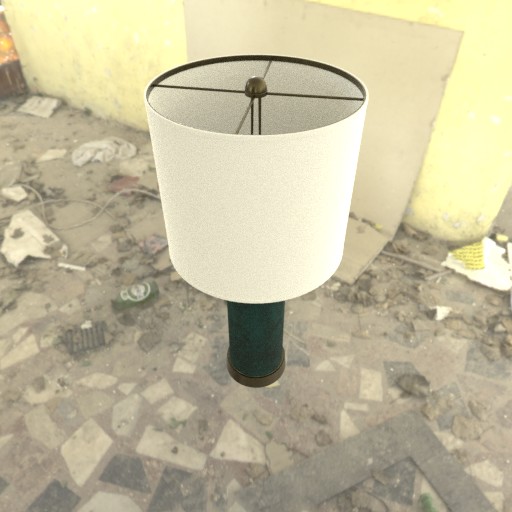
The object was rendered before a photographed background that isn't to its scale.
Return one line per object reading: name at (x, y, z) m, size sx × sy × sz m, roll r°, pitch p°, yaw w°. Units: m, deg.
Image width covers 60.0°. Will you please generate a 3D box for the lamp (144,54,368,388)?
lamp at (0.000, 0.000, 0.798) m, size 0.301 × 0.630 × 0.301 m, roll -24°, pitch 46°, yaw -26°
